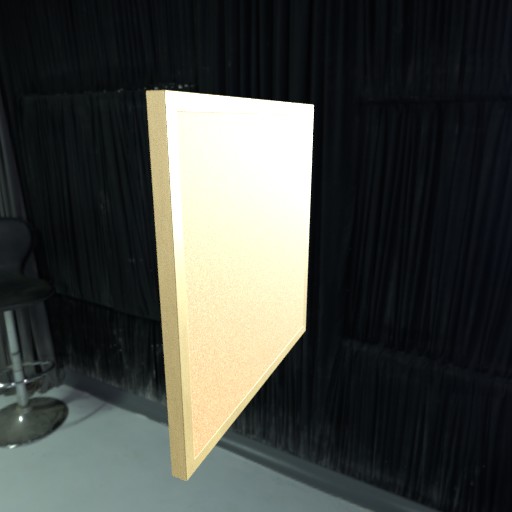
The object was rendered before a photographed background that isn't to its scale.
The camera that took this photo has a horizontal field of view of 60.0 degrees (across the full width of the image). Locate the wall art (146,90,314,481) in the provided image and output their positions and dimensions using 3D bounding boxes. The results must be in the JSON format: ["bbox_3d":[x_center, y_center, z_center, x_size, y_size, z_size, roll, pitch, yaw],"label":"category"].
[{"bbox_3d":[0.000,0.000,1.146,0.037,0.763,0.763,8,19,24],"label":"wall art"}]
